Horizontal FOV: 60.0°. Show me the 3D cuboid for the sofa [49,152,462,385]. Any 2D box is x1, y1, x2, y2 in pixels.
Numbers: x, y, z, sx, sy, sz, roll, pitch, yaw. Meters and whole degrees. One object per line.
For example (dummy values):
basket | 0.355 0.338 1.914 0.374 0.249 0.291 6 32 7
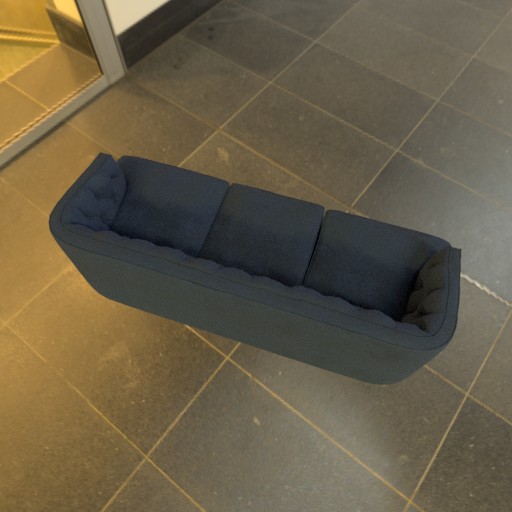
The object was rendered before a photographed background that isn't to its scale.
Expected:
sofa | 0.000 0.000 2.734 2.278 0.855 0.941 16 63 9
